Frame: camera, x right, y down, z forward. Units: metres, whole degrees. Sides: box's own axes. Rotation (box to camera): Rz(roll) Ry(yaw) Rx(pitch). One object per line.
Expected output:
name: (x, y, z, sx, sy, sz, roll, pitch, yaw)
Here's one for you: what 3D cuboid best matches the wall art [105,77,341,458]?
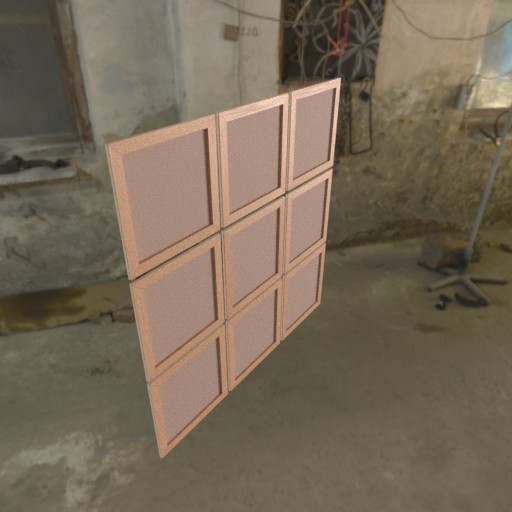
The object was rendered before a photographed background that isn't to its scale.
wall art: (0.000, 0.000, 2.245, 0.014, 1.507, 1.519, 21, 36, 31)
